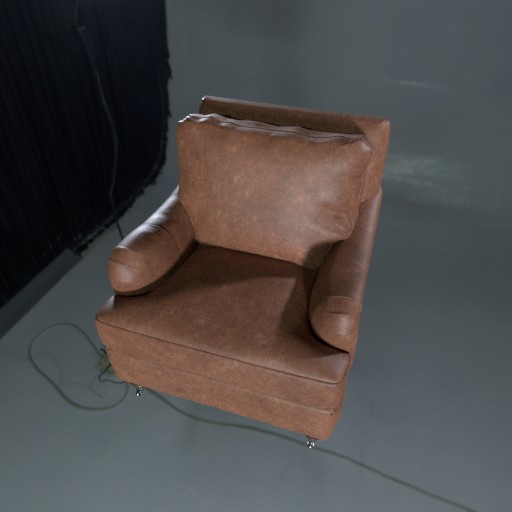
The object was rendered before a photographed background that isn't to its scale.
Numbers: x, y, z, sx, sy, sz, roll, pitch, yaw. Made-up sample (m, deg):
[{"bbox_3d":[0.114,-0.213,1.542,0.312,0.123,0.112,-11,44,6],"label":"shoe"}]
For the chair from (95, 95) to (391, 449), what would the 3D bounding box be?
[{"bbox_3d":[0.000,0.000,1.956,0.986,1.055,1.158,12,42,13],"label":"chair"}]
